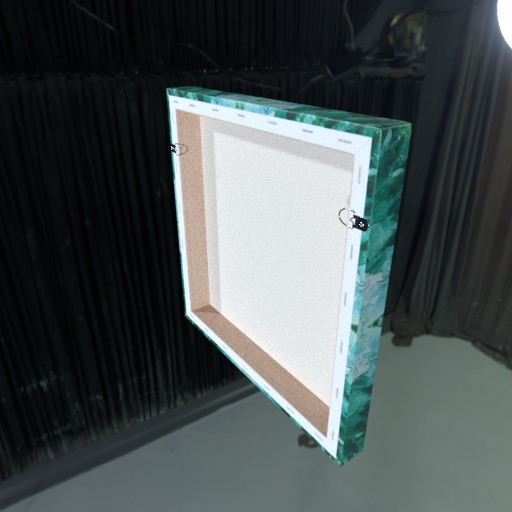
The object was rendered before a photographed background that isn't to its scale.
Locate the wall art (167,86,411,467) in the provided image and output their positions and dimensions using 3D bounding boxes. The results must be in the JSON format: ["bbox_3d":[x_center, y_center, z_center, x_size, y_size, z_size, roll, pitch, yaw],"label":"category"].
[{"bbox_3d":[0.000,0.000,0.470,0.033,0.313,0.313,-18,31,-32],"label":"wall art"}]
